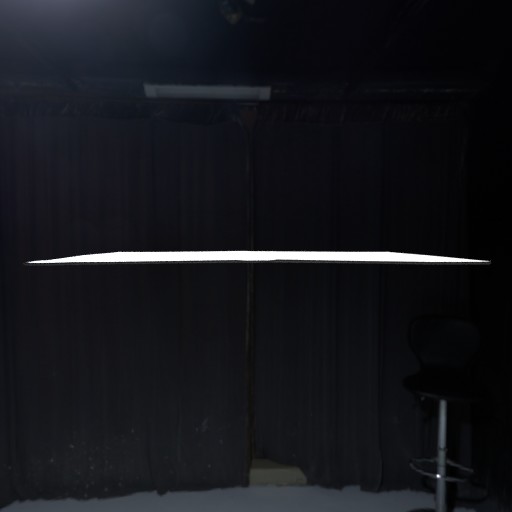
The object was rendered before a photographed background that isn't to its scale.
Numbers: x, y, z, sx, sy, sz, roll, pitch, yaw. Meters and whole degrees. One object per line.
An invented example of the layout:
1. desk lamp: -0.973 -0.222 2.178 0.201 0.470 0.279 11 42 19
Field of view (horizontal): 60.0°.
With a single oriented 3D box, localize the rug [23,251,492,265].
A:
1. rug: 0.000 0.000 3.702 2.869 0.038 2.032 0 2 -1
